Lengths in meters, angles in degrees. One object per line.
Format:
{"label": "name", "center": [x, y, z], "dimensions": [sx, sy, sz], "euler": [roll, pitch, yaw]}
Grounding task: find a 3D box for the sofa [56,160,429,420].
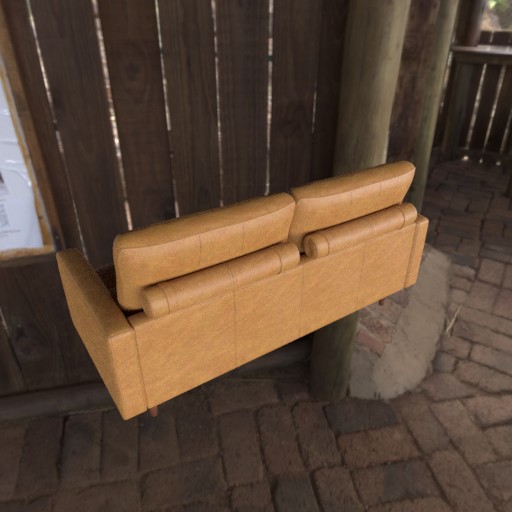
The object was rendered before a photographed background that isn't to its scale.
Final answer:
{"label": "sofa", "center": [0.000, 0.000, 2.334], "dimensions": [1.821, 0.898, 0.850], "euler": [-19, 34, -29]}
